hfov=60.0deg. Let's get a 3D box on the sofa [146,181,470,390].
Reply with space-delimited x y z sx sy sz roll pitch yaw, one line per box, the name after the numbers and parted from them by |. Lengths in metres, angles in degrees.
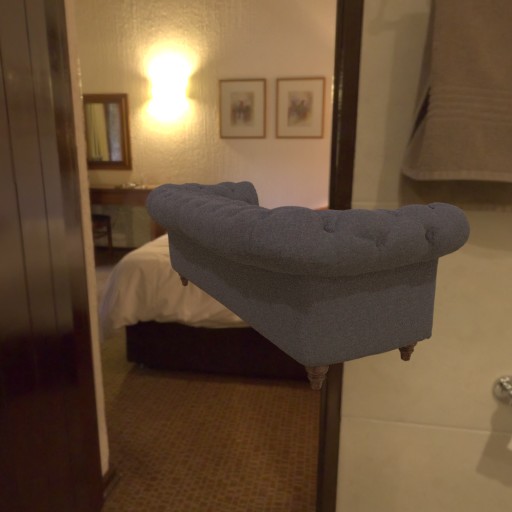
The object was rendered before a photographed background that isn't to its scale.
0.000 0.000 2.845 1.046 0.836 2.335 -6 14 -27 | sofa
